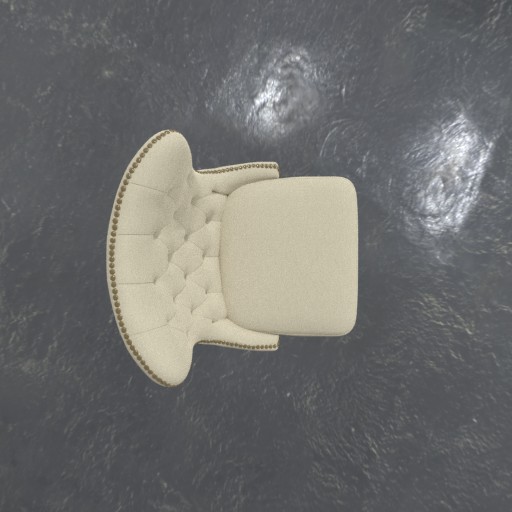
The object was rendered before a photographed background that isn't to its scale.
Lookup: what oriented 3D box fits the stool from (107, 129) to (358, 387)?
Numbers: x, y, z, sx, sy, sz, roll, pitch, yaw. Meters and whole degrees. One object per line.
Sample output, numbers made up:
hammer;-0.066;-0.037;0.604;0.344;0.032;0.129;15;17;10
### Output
stool;0.000;0.000;1.335;0.593;0.971;0.528;0;91;0
